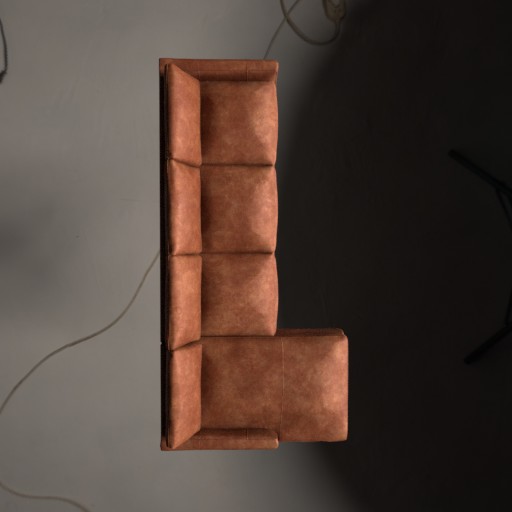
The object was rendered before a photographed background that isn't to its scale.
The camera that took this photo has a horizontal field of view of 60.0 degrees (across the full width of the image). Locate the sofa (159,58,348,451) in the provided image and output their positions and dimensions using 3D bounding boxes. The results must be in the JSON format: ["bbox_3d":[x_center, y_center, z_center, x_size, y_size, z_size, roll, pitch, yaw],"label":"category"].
[{"bbox_3d":[0.000,0.000,3.574,1.471,0.859,2.993,0,91,0],"label":"sofa"}]
